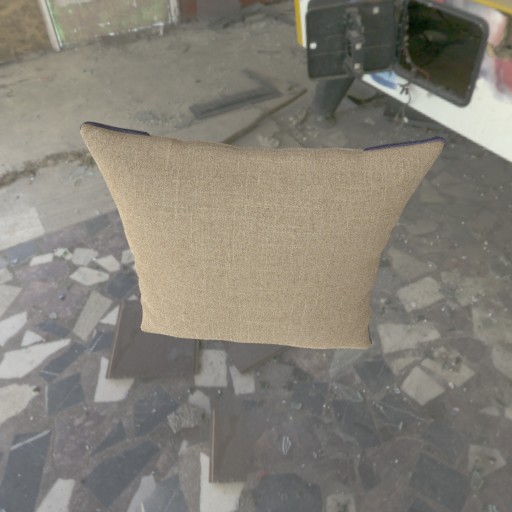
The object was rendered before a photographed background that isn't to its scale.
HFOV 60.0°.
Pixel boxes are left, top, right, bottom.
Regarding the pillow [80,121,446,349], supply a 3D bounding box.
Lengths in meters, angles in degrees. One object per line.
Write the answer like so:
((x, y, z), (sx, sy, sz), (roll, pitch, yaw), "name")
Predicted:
((0.000, 0.000, 0.683), (0.440, 0.441, 0.147), (3, 47, 3), "pillow")
